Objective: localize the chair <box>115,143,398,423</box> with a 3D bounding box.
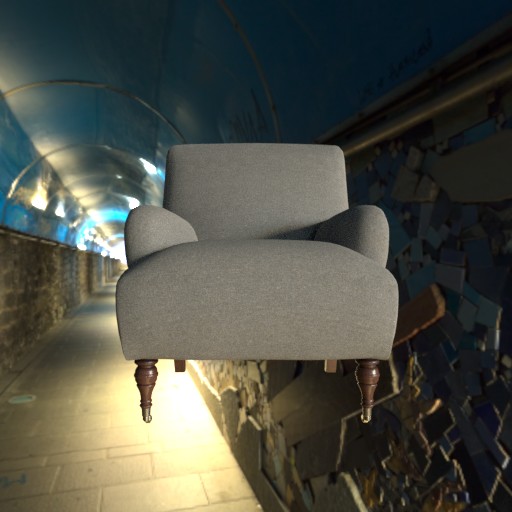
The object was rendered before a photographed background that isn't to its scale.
[{"bbox_3d":[0.000,0.000,1.540,0.766,0.942,0.843,0,0,-1],"label":"chair"}]
